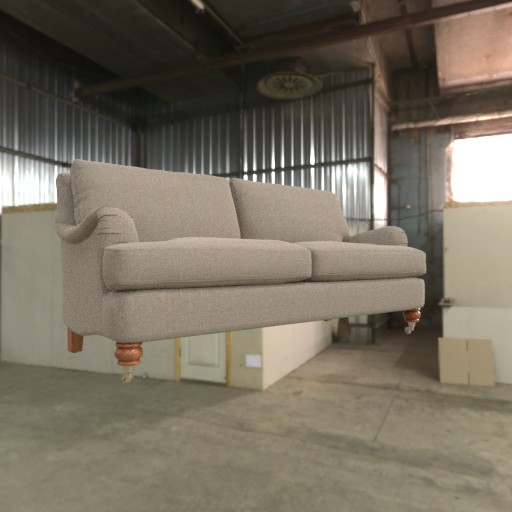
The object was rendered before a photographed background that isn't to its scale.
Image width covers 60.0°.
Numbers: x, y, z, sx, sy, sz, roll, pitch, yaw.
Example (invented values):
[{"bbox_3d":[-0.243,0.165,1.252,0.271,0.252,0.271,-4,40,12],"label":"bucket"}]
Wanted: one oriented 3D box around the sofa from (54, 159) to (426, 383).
[{"bbox_3d":[0.000,0.000,2.741,2.160,1.054,1.087,0,0,-37],"label":"sofa"}]
